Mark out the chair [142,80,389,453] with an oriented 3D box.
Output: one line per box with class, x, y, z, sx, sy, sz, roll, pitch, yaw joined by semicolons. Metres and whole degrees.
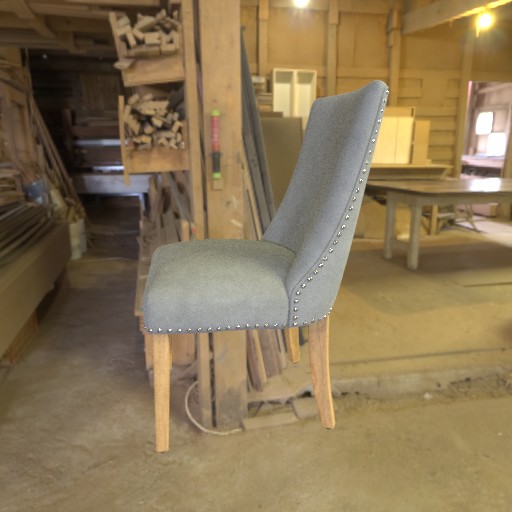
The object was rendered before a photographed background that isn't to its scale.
chair;0.000;0.000;1.269;0.610;0.902;0.495;-2;15;-9
